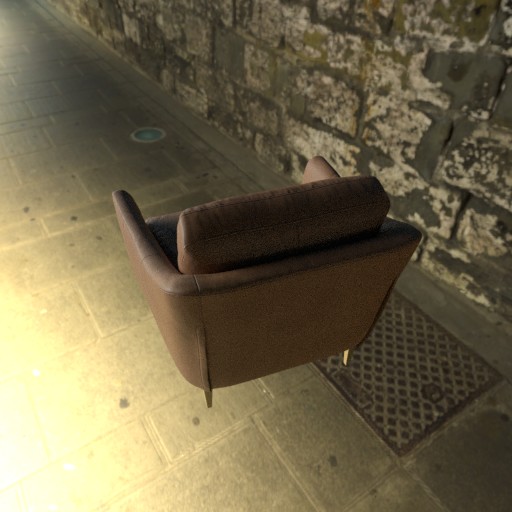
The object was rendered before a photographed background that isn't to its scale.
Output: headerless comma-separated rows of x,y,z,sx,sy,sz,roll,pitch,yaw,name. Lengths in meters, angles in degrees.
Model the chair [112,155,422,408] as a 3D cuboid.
0.000,0.000,1.775,0.988,0.895,0.963,-13,42,-15,chair
